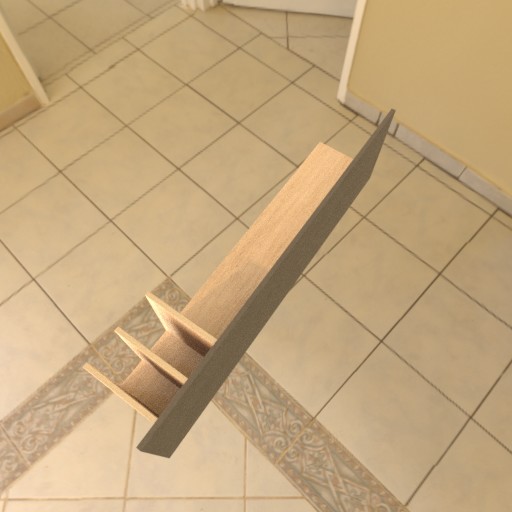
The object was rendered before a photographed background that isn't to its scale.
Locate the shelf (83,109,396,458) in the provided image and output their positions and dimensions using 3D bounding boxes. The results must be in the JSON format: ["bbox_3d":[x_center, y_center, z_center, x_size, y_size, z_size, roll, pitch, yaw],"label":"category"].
[{"bbox_3d":[0.000,0.000,1.156,0.200,0.300,1.020,32,68,15],"label":"shelf"}]
